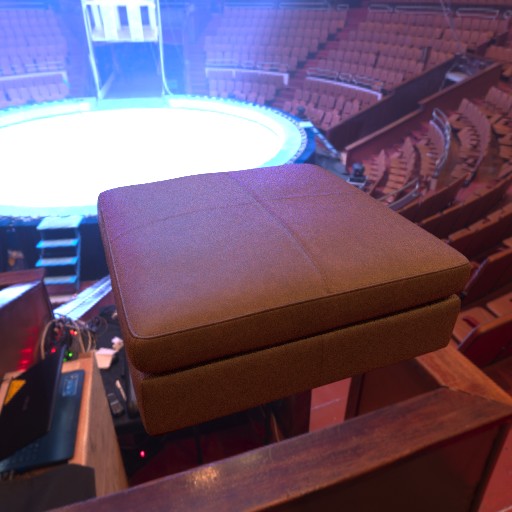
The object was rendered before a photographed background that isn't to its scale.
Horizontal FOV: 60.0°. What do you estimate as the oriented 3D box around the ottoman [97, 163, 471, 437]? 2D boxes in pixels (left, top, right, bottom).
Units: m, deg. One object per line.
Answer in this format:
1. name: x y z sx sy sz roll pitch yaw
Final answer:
1. ottoman: 0.000 0.000 1.835 1.168 0.490 1.168 -11 31 -18
